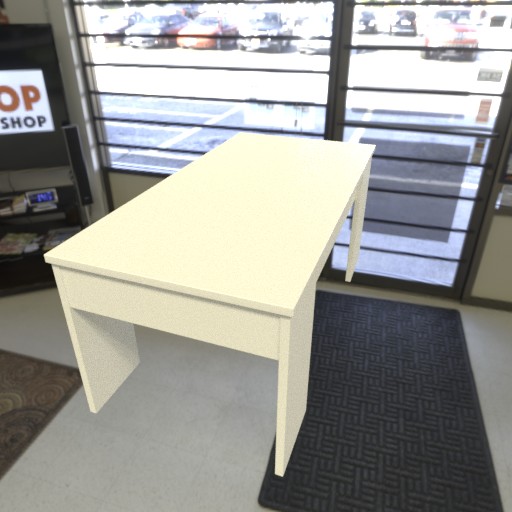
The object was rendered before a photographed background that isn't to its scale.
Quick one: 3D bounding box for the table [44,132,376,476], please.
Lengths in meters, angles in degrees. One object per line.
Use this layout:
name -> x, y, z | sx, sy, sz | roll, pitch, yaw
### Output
table -> 0.000, 0.000, 1.292 | 0.500, 0.440, 1.000 | 10, 31, 18
